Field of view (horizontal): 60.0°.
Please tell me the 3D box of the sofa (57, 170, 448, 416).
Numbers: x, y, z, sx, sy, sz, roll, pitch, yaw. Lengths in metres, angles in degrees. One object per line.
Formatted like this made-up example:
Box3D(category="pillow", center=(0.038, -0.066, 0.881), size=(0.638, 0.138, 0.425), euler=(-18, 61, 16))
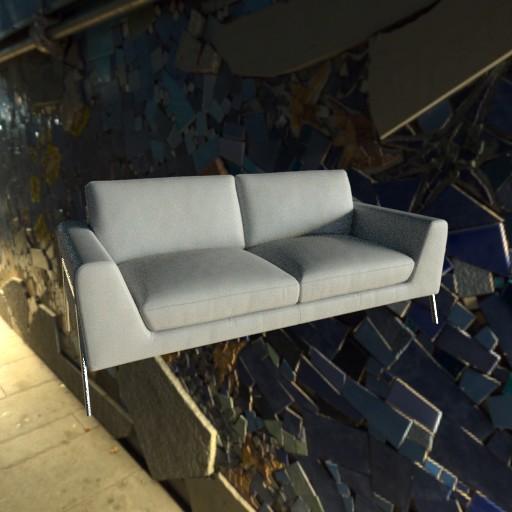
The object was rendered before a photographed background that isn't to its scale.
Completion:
Box3D(category="sofa", center=(0.000, 0.000, 2.524), size=(2.017, 0.875, 0.953), euler=(-8, 17, -26))
